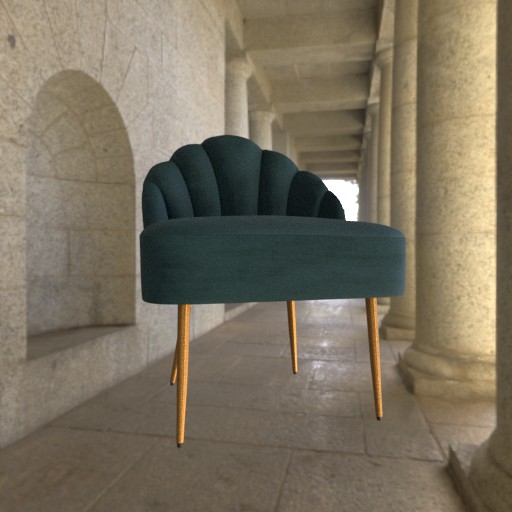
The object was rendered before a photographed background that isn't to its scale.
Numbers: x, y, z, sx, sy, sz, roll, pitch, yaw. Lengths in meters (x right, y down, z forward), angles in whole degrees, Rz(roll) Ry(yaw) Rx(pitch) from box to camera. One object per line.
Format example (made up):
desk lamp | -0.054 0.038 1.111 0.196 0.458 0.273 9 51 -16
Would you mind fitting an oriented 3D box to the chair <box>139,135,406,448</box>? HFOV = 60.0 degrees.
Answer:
chair | 0.000 0.000 1.254 0.657 0.819 0.599 0 1 -18
